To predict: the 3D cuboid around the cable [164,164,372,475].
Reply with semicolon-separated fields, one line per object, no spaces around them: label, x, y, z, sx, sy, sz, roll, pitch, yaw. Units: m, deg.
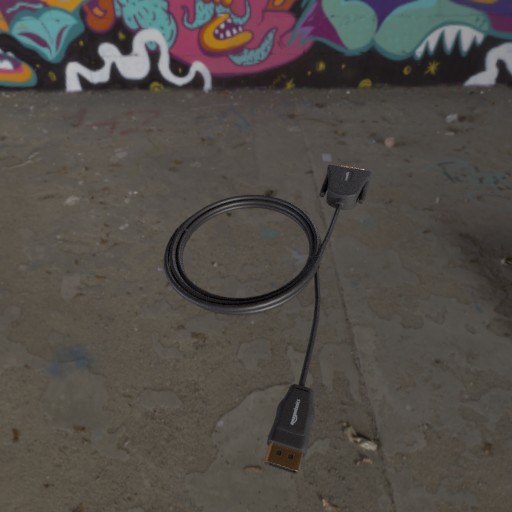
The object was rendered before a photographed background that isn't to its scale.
cable;0.000;0.000;0.324;0.136;0.015;0.281;12;43;13
